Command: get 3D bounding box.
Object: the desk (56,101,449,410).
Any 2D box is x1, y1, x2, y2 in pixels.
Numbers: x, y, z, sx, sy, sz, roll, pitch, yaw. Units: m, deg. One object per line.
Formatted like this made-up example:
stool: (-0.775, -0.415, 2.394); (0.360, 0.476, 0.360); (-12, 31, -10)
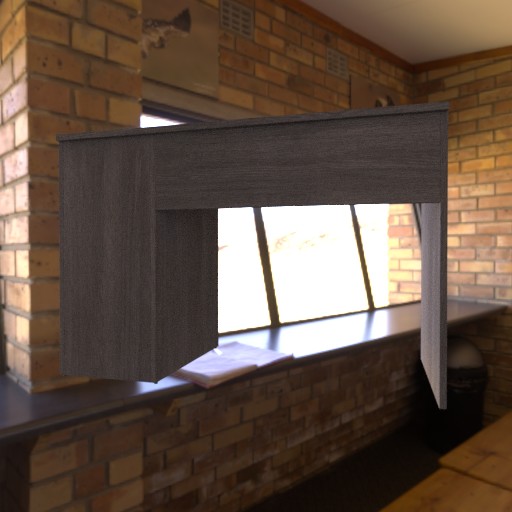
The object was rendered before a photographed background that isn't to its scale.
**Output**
desk: (0.000, 0.000, 1.460); (1.097, 0.735, 0.560); (0, 1, 16)
